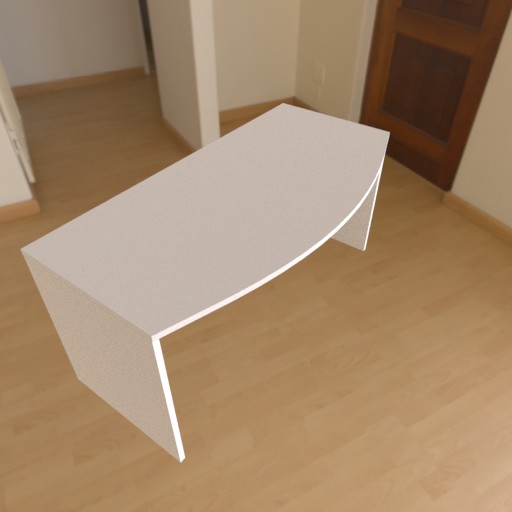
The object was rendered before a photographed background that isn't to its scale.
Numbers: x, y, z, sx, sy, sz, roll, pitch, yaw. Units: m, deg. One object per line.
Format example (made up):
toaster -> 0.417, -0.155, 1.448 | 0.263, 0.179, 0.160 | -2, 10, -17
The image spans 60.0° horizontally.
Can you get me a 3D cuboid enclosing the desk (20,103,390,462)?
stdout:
desk -> 0.000, 0.000, 2.050 | 0.802, 0.750, 1.600 | 25, 46, 27
